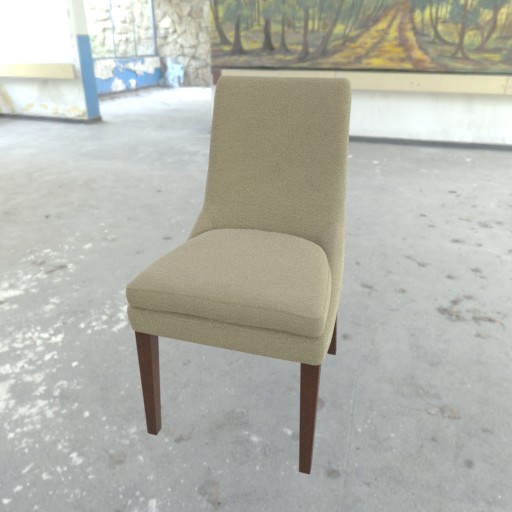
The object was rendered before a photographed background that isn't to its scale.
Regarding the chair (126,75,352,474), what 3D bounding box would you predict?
[{"bbox_3d":[0.000,0.000,1.294,0.515,0.940,0.638,7,27,15],"label":"chair"}]
